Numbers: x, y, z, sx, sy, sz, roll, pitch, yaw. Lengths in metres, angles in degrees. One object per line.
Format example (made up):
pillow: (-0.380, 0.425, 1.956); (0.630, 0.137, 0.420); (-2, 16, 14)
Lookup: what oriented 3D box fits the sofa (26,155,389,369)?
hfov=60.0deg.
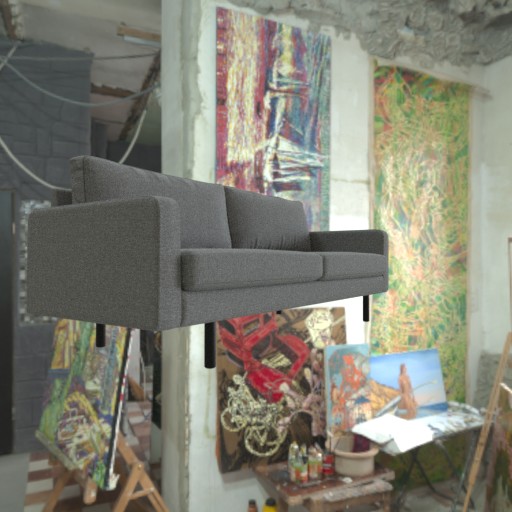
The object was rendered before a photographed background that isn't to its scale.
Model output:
sofa: (0.000, 0.000, 2.557); (0.880, 0.880, 2.200); (0, -1, 36)
